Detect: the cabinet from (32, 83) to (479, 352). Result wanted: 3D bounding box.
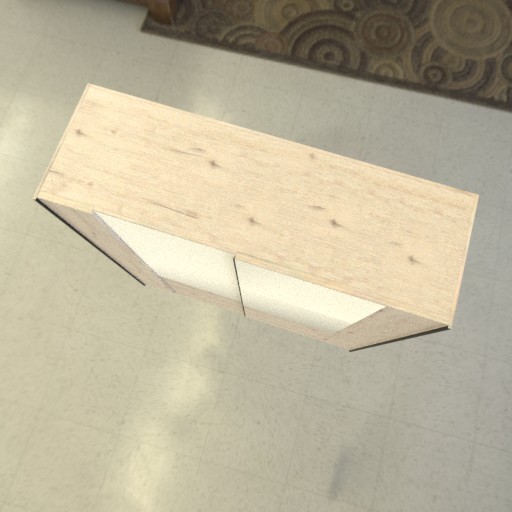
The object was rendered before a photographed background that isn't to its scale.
[{"bbox_3d":[0.000,0.000,3.143,2.000,2.180,0.660,17,76,4],"label":"cabinet"}]
